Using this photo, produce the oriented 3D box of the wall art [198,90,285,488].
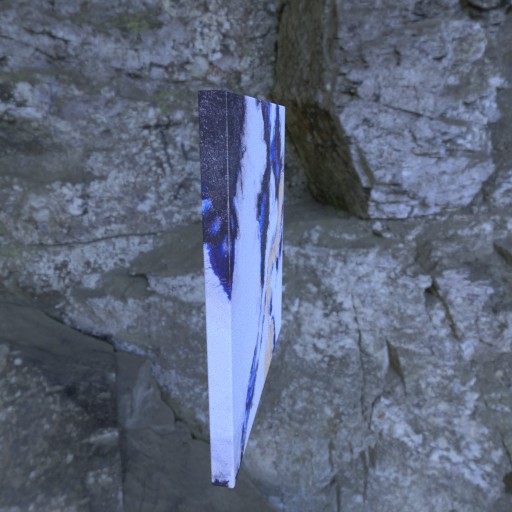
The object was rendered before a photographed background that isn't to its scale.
[{"bbox_3d":[0.000,0.000,0.922,0.039,0.609,0.609,3,17,10],"label":"wall art"}]
